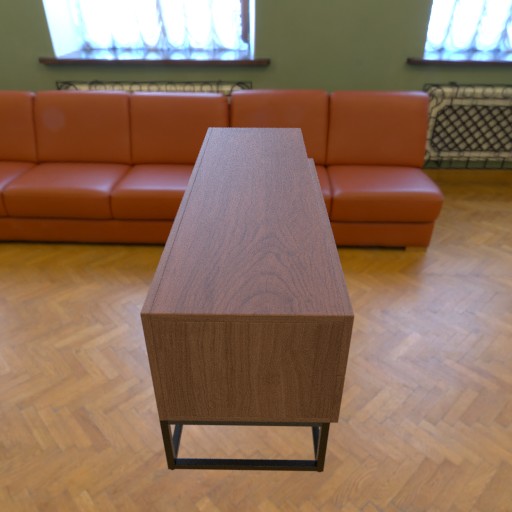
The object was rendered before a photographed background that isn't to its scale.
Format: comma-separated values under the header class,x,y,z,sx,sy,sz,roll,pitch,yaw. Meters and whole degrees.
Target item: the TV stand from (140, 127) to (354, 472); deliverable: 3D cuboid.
class,x,y,z,sx,sy,sz,roll,pitch,yaw
TV stand,0.000,0.000,1.465,0.415,0.500,1.200,0,32,1
